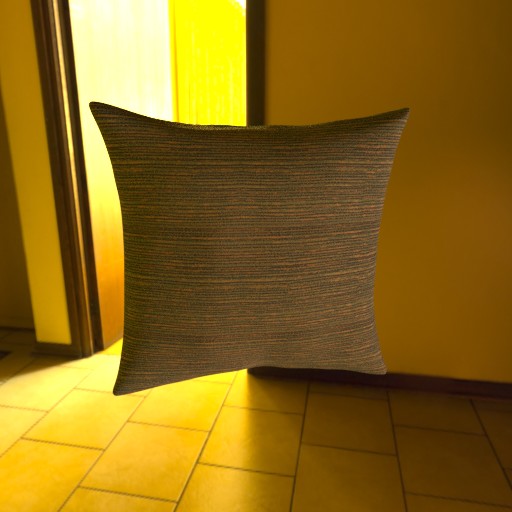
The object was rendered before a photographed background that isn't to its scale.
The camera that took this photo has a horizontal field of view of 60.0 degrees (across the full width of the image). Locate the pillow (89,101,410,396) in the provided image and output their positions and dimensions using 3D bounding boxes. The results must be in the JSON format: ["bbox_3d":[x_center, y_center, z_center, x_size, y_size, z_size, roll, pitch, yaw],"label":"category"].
[{"bbox_3d":[0.000,0.000,0.761,0.514,0.497,0.150,-2,16,-9],"label":"pillow"}]
